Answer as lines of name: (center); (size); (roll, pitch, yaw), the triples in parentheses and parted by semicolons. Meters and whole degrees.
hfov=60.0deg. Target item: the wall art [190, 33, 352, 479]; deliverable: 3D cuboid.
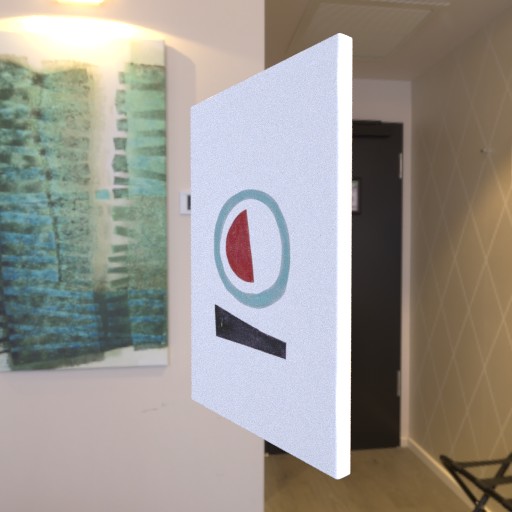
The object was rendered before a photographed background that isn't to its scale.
wall art: (0.000, 0.000, 1.142); (0.048, 0.902, 0.602); (-1, 2, -38)
